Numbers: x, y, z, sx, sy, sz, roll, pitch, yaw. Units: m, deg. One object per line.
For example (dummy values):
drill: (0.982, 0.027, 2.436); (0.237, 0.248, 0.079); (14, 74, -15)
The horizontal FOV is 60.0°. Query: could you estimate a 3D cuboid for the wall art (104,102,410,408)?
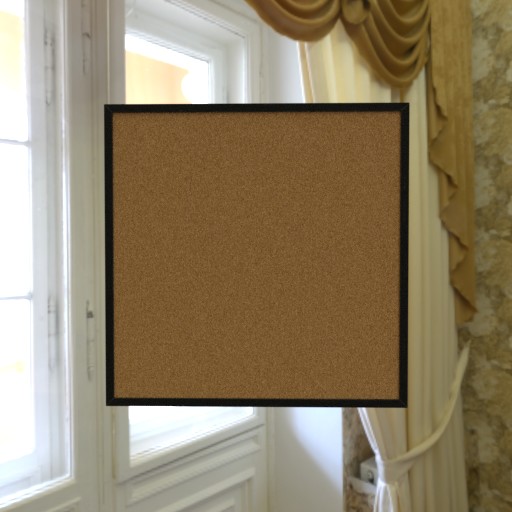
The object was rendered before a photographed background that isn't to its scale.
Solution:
wall art: (0.000, 0.000, 1.129); (0.761, 0.761, 0.037); (0, 1, 1)
